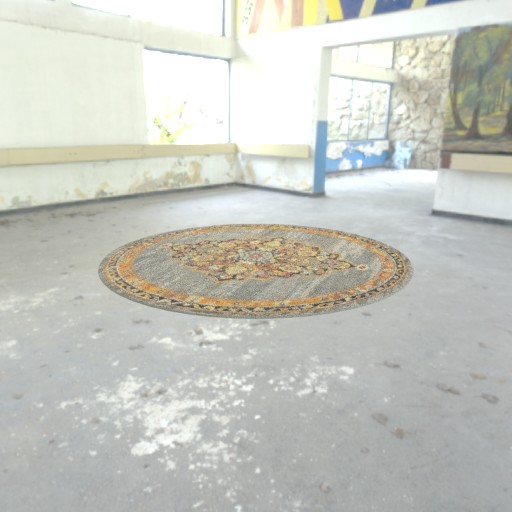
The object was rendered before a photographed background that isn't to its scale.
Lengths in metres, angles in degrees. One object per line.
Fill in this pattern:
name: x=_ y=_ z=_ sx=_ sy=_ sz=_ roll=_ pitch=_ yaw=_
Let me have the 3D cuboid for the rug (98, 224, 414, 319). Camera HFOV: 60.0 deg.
rug: x=0.000 y=0.000 z=3.531 sx=2.382 sy=0.014 sz=2.382 roll=0 pitch=16 yaw=0
